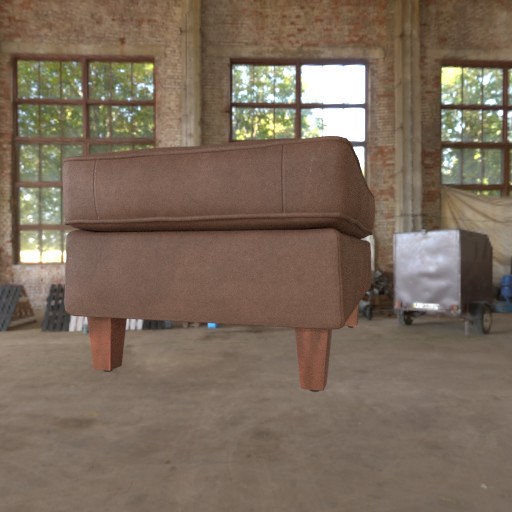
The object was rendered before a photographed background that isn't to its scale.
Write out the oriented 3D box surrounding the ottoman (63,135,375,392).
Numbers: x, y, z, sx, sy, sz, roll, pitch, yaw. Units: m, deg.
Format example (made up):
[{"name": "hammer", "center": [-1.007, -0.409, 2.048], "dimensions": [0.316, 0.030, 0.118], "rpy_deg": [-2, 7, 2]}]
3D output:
[{"name": "ottoman", "center": [0.000, 0.000, 1.203], "dimensions": [0.596, 0.481, 0.860], "rpy_deg": [0, 1, 17]}]
